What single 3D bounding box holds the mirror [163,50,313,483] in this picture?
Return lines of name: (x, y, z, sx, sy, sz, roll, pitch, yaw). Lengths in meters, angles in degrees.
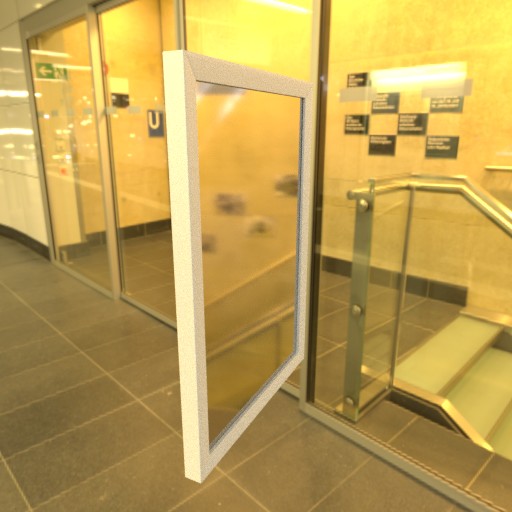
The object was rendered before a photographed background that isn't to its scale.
mirror: (0.000, 0.000, 0.918, 0.040, 0.710, 0.507, 8, 18, 26)
